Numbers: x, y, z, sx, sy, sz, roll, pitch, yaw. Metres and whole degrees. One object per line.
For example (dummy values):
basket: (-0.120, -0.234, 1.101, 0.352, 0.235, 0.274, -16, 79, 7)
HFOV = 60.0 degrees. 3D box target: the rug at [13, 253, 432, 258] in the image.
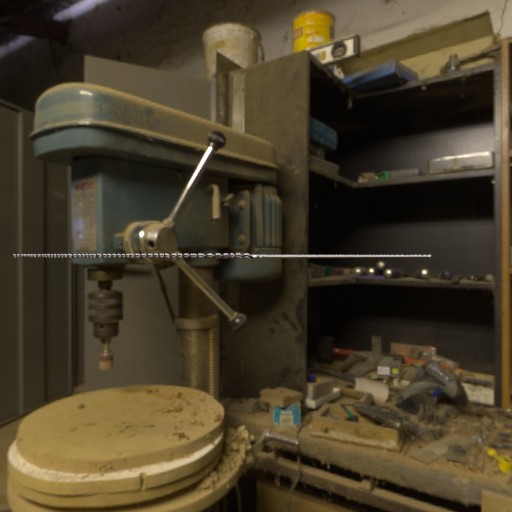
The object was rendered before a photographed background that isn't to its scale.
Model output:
rug: (0.000, 0.000, 2.878, 1.613, 0.017, 2.312, 0, 0, 36)
